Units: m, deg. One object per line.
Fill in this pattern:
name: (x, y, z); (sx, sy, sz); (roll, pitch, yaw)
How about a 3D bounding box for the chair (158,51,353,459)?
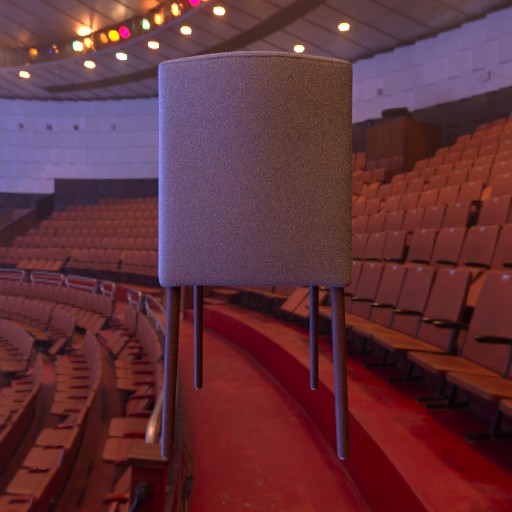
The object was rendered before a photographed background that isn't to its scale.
chair: (0.000, 0.000, 1.202); (0.456, 0.859, 0.570); (0, 0, 0)
